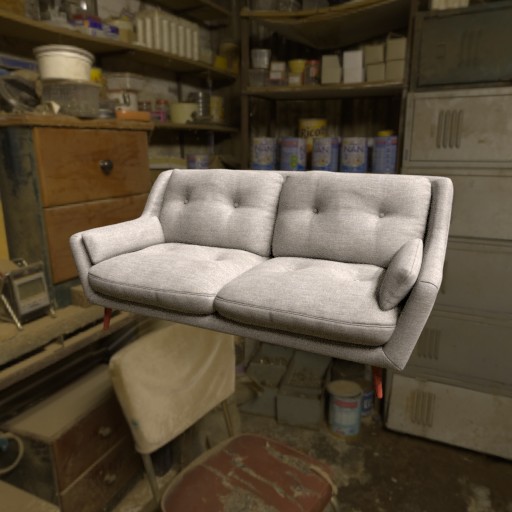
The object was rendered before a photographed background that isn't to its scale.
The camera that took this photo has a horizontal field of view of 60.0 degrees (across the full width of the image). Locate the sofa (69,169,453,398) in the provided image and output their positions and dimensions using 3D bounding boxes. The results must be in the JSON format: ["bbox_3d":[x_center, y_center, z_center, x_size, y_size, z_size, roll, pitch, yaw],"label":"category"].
[{"bbox_3d":[0.000,0.000,2.420,1.930,0.897,0.976,7,15,27],"label":"sofa"}]
